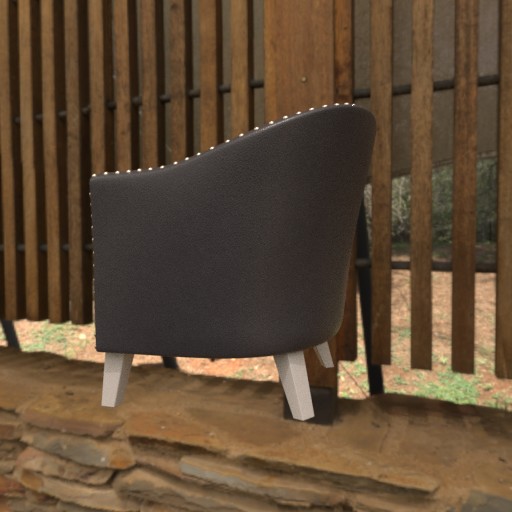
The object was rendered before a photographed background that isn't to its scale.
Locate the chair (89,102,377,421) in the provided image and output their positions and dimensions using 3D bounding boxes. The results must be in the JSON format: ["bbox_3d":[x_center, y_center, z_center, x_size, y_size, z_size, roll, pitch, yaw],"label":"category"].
[{"bbox_3d":[0.000,0.000,1.434,0.748,0.823,0.794,0,1,16],"label":"chair"}]
